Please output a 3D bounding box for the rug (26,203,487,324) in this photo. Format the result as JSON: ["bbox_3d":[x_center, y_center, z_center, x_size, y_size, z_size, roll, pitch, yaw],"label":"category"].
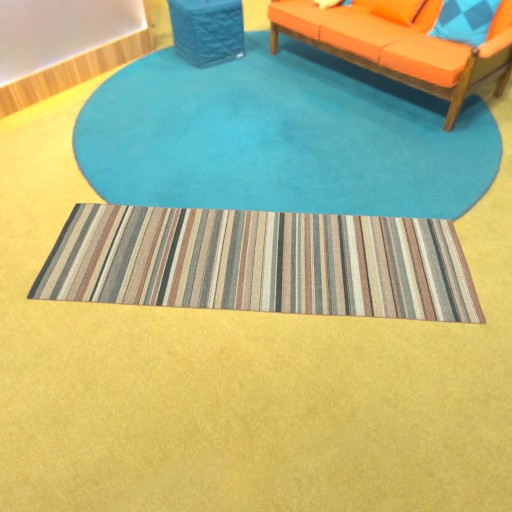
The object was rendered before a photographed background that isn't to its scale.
[{"bbox_3d":[0.000,0.000,2.603,2.444,0.010,0.799,3,47,3],"label":"rug"}]
